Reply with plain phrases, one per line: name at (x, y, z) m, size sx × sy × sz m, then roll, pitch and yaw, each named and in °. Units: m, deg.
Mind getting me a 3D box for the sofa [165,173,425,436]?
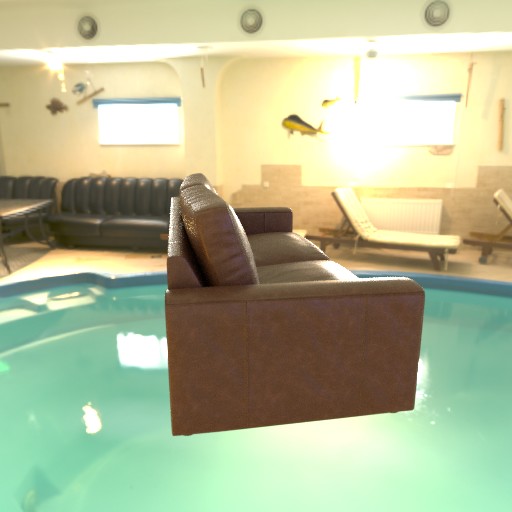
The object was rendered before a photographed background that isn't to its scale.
sofa at (0.000, 0.000, 2.661) m, size 1.016 × 0.873 × 2.179 m, roll -3°, pitch 15°, yaw -10°
